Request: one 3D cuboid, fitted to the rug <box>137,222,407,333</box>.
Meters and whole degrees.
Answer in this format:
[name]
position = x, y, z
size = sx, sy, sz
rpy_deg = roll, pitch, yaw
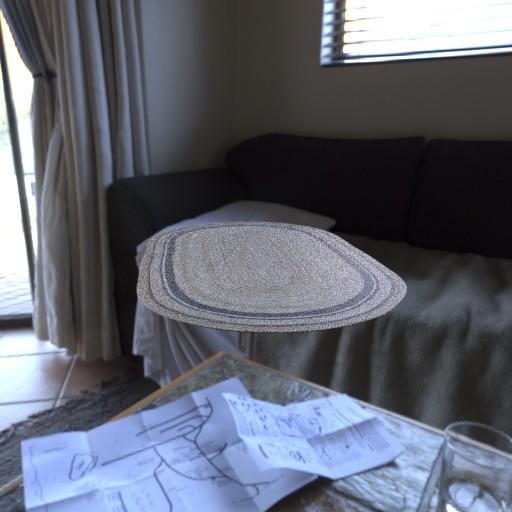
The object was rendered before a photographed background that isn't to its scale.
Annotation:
[rug]
position = 0.000, 0.000, 3.017
size = 1.520, 0.006, 2.432
rpy_deg = -3, 16, -10
